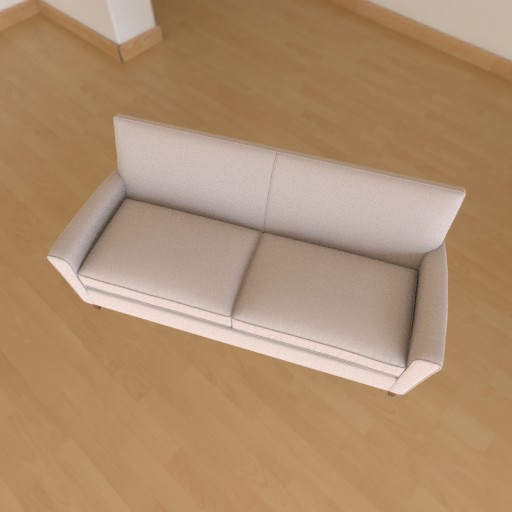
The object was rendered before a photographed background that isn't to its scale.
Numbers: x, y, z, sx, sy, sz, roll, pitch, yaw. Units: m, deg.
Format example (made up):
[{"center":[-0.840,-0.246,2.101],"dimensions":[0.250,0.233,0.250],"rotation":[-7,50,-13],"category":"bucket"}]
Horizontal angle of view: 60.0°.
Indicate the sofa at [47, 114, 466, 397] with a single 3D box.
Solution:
[{"center":[0.000,0.000,2.457],"dimensions":[2.000,0.846,0.875],"rotation":[14,58,9],"category":"sofa"}]
